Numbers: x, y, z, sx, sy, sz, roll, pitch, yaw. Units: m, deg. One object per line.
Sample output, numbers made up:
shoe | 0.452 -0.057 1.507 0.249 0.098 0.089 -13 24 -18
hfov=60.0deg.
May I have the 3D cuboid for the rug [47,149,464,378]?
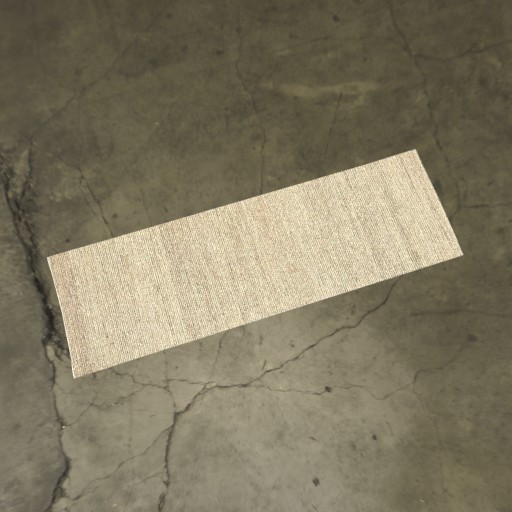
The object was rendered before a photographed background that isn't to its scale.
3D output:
rug | 0.000 0.000 2.654 2.390 0.014 0.741 -17 75 -5
